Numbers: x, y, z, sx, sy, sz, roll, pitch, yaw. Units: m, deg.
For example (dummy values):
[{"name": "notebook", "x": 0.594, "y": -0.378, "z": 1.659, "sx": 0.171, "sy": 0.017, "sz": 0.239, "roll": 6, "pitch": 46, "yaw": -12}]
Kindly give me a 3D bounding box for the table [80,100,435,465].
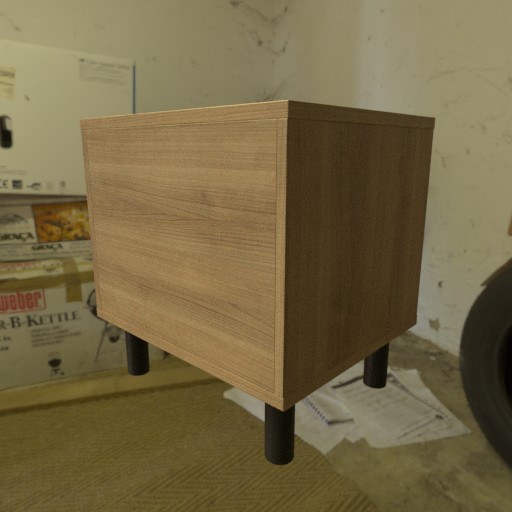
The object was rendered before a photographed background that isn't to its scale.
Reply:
[{"name": "table", "x": 0.000, "y": 0.000, "z": 0.775, "sx": 0.445, "sy": 0.460, "sz": 0.380, "roll": 13, "pitch": 18, "yaw": 42}]
